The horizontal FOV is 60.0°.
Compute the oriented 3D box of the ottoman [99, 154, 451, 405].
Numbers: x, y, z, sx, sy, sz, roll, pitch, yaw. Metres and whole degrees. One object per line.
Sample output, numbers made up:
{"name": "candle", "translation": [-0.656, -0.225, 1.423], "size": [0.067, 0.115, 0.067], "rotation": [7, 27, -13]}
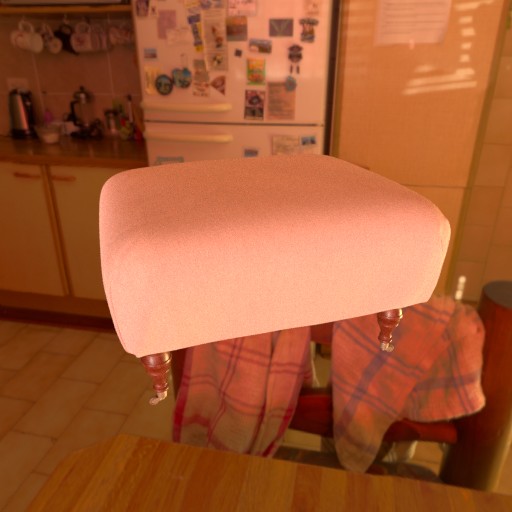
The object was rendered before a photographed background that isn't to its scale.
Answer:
{"name": "ottoman", "translation": [0.000, 0.000, 1.155], "size": [0.746, 0.450, 0.622], "rotation": [-8, 26, -17]}
